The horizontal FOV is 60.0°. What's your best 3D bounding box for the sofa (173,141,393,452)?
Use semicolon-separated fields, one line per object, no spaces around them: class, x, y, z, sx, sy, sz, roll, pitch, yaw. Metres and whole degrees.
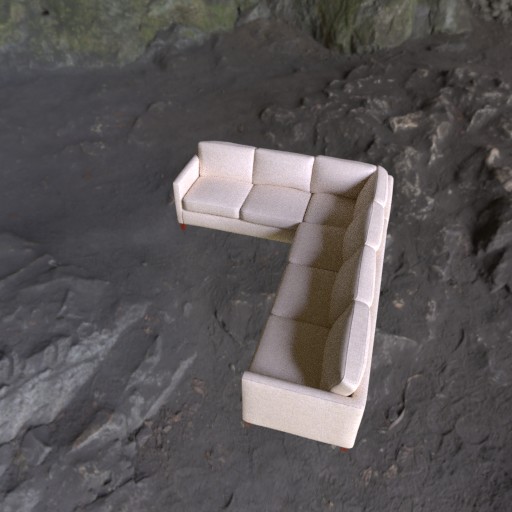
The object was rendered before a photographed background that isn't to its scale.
sofa;0.000;0.000;4.680;2.593;0.947;3.302;11;42;12
